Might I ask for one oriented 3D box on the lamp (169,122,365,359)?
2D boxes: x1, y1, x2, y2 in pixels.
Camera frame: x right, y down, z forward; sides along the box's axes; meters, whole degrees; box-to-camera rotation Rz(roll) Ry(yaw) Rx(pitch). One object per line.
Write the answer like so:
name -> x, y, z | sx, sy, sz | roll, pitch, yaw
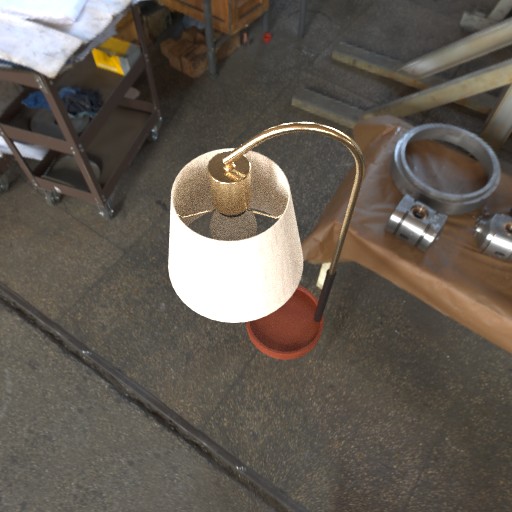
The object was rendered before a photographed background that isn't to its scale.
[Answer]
lamp -> 0.000, 0.000, 0.684 | 0.273, 0.536, 0.211 | 1, 59, 0
